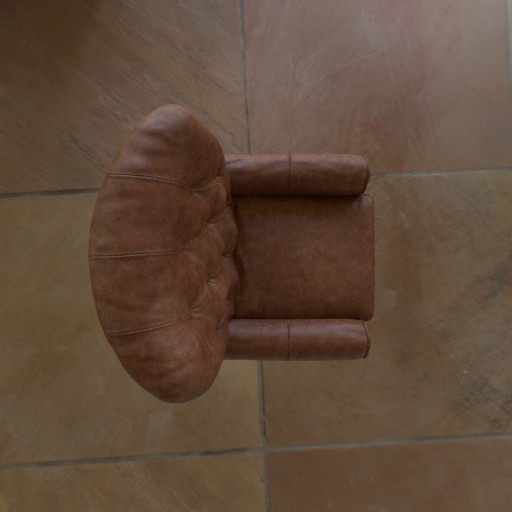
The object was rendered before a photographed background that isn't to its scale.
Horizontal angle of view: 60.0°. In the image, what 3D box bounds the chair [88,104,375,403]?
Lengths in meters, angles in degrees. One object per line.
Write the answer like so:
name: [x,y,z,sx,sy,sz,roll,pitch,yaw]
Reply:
chair: [0.000,0.000,1.881,1.059,1.164,0.951,0,90,-1]
